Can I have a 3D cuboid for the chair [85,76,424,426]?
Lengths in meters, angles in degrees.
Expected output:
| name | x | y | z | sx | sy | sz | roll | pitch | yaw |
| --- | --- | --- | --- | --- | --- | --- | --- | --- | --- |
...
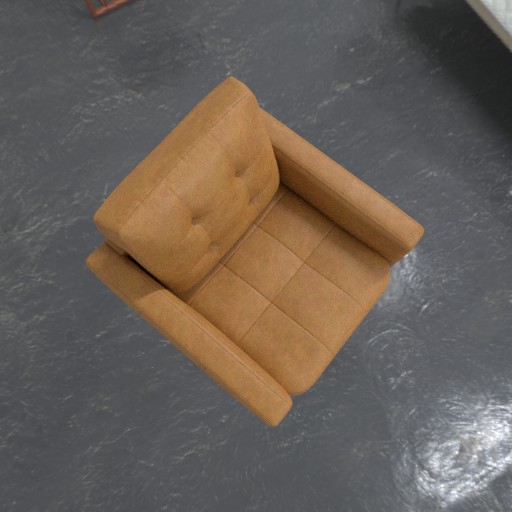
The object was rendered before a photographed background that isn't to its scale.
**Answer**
| name | x | y | z | sx | sy | sz | roll | pitch | yaw |
| --- | --- | --- | --- | --- | --- | --- | --- | --- | --- |
| chair | 0.000 | 0.000 | 1.574 | 0.868 | 0.896 | 0.831 | 39 | 78 | 9 |
